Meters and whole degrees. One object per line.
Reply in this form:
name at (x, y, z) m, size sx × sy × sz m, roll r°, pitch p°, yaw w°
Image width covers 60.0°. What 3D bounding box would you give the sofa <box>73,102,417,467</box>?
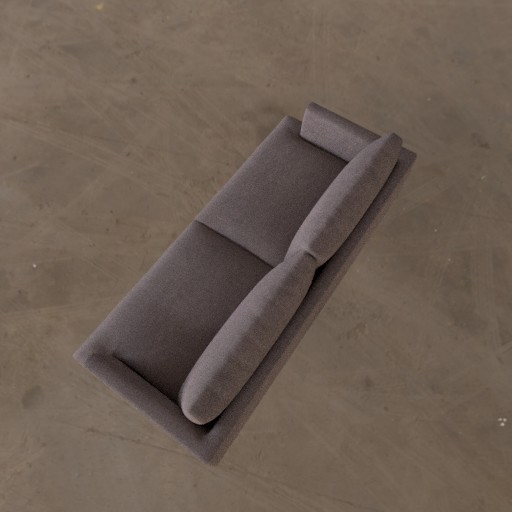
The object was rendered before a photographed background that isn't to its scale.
sofa at (0.000, 0.000, 2.792) m, size 1.020 × 0.868 × 2.250 m, roll 32°, pitch 68°, yaw 15°
